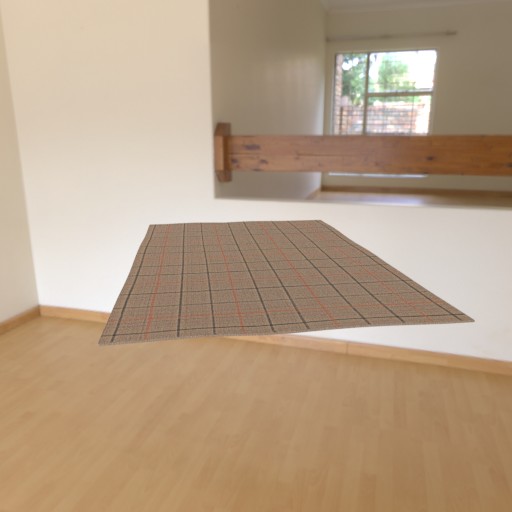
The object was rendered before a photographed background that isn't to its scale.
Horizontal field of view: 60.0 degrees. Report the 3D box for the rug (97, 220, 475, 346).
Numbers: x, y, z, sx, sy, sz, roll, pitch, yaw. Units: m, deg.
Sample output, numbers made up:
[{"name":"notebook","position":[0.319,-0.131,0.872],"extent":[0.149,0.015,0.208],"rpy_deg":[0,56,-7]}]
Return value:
[{"name":"rug","position":[0.000,0.000,2.275],"extent":[1.220,0.013,1.829],"rpy_deg":[-2,16,-8]}]
